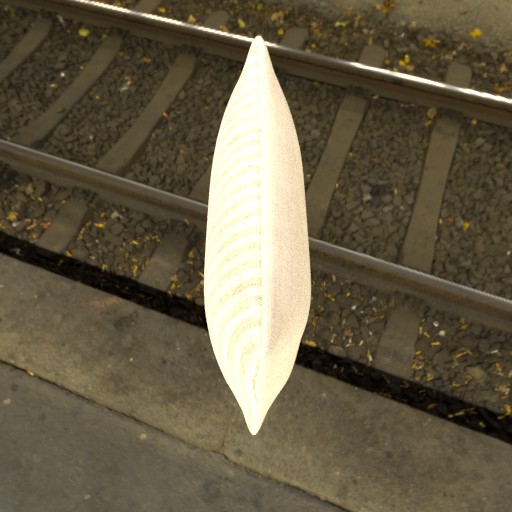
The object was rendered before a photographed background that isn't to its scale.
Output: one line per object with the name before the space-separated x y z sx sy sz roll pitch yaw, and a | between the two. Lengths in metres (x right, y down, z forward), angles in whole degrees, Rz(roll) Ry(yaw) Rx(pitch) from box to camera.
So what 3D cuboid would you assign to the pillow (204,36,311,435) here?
pillow | 0.000 0.000 0.784 0.166 0.510 0.523 0 59 0
